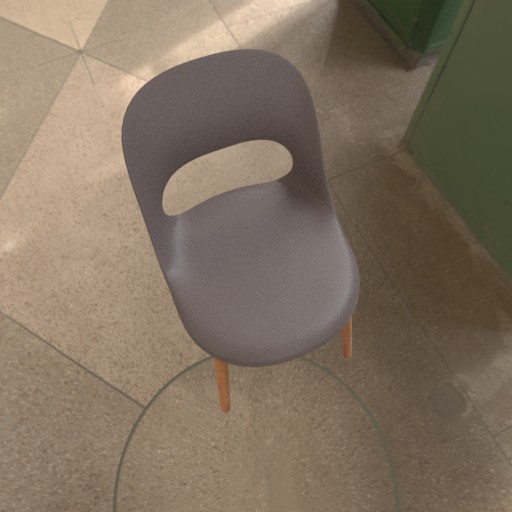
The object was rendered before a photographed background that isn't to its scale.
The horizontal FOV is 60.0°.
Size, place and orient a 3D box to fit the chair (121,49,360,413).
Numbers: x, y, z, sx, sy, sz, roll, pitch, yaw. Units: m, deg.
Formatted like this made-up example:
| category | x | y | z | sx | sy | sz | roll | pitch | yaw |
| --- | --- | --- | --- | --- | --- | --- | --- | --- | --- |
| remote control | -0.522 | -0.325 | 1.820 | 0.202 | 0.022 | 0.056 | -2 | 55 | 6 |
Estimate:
| category | x | y | z | sx | sy | sz | roll | pitch | yaw |
| --- | --- | --- | --- | --- | --- | --- | --- | --- | --- |
| chair | 0.000 | 0.000 | 1.140 | 0.470 | 0.794 | 0.556 | -21 | 64 | -11 |
